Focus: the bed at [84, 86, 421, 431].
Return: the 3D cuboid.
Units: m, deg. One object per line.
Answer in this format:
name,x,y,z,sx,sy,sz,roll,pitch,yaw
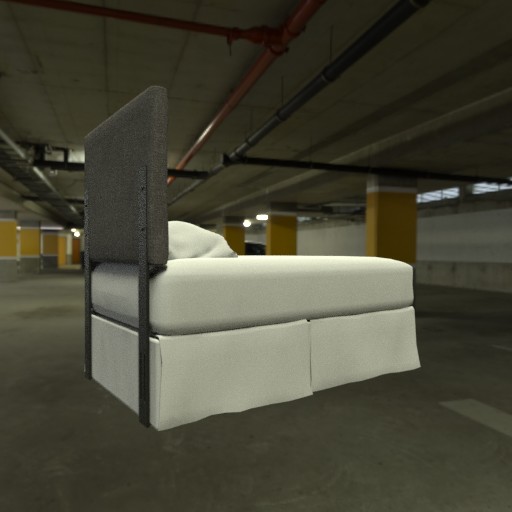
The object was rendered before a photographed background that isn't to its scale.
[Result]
bed,0.000,0.000,3.025,1.997,1.571,1.261,0,1,-36
